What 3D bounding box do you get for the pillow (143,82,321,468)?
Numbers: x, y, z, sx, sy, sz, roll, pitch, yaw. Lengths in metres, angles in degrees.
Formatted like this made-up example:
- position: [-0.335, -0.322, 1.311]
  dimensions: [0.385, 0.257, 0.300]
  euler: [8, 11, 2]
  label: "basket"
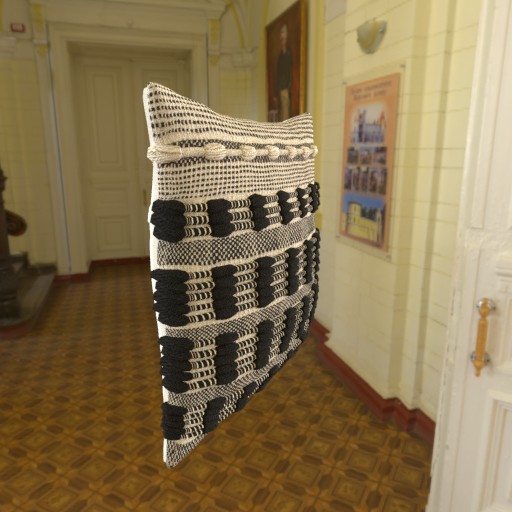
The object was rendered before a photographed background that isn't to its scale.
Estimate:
- position: [0.000, 0.000, 0.663]
  dimensions: [0.156, 0.438, 0.436]
  euler: [7, 15, 27]
  label: "pillow"
